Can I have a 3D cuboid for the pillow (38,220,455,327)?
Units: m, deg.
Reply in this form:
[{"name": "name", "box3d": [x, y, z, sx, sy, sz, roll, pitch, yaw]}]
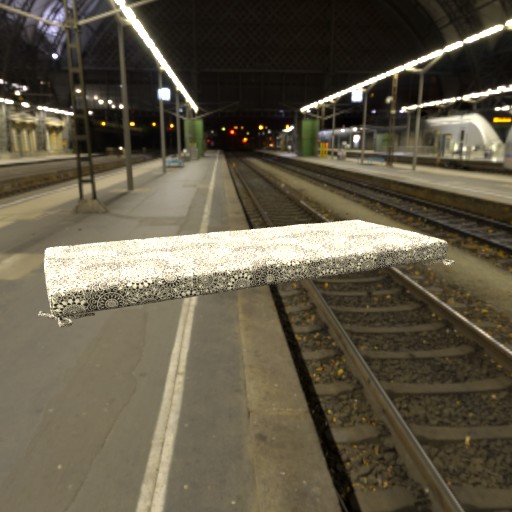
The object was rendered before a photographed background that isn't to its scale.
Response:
[{"name": "pillow", "box3d": [0.000, 0.000, 1.332, 1.187, 0.081, 0.492, -7, 16, -25]}]
